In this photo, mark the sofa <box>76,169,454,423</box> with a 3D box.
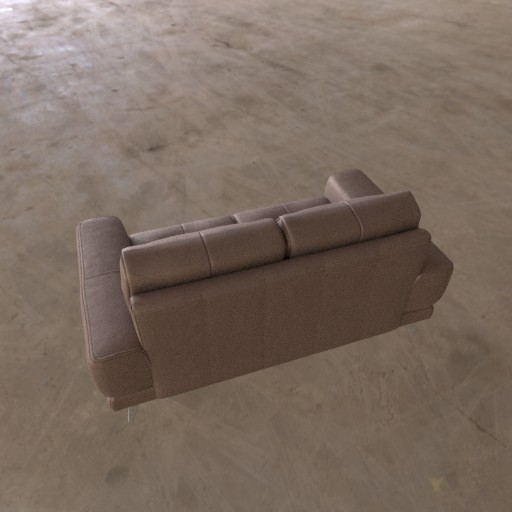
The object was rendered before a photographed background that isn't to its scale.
[{"bbox_3d":[0.000,0.000,2.385,1.806,0.907,1.018,-13,43,-14],"label":"sofa"}]
